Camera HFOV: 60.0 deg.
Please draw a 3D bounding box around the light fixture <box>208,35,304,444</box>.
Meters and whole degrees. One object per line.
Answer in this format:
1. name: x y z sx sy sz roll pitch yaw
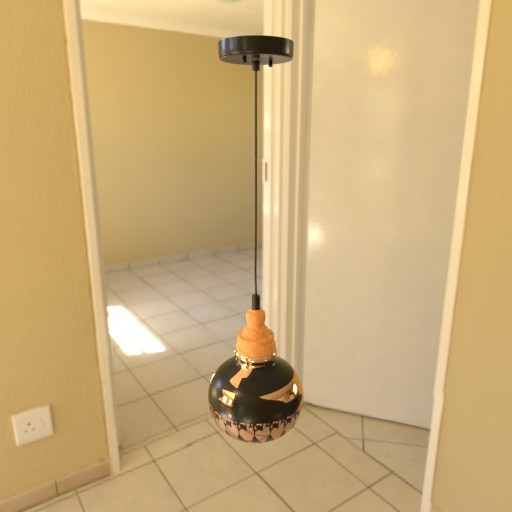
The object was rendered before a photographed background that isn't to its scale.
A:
1. light fixture: 0.000 0.000 1.827 0.430 1.606 0.430 -14 21 -42
